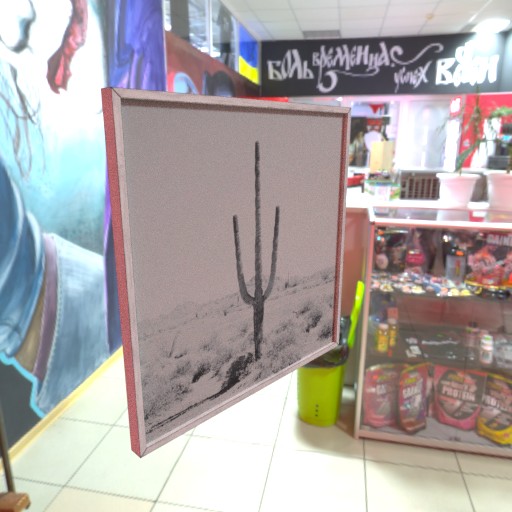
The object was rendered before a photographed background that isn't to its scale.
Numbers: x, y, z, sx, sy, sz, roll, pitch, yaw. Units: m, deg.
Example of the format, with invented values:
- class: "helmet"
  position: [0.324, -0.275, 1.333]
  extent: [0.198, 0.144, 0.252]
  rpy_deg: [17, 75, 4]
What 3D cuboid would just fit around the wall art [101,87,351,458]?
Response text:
- class: "wall art"
  position: [0.000, 0.000, 1.146]
  extent: [0.038, 0.762, 0.762]
  rpy_deg: [14, 20, 42]
